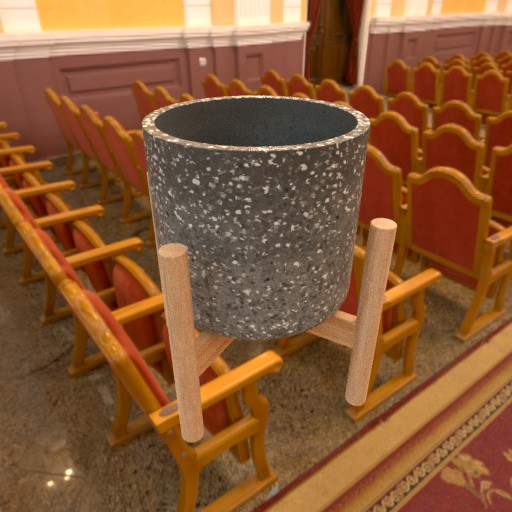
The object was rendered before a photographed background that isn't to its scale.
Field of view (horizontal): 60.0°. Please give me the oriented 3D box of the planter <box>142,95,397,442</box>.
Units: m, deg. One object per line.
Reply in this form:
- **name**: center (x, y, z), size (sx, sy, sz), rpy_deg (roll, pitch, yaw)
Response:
- **planter**: center (0.000, 0.000, 0.522), size (0.284, 0.320, 0.284), rpy_deg (-21, 36, -31)
